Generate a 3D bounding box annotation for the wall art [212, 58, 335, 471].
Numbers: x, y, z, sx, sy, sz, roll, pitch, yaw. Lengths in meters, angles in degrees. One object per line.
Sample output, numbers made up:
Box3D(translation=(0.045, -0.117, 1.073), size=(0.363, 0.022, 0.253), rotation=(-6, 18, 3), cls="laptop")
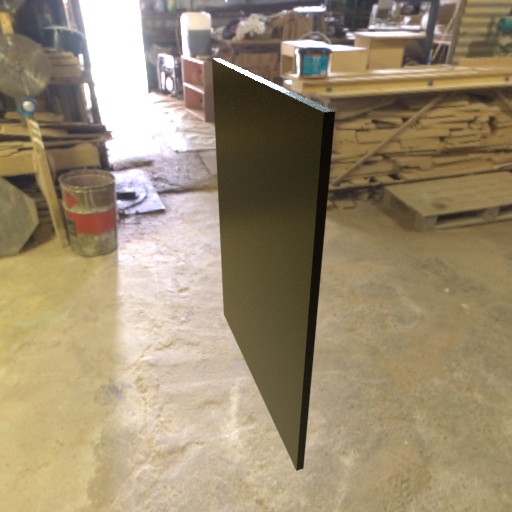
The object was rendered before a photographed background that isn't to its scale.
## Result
Box3D(translation=(0.000, 0.000, 0.770), size=(0.013, 0.582, 0.442), rotation=(-10, 32, -17), cls="wall art")
